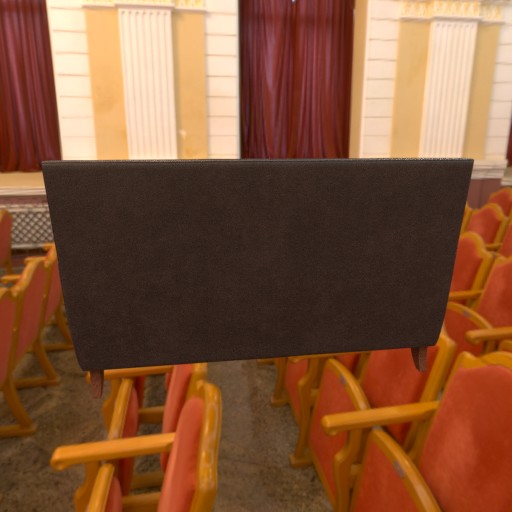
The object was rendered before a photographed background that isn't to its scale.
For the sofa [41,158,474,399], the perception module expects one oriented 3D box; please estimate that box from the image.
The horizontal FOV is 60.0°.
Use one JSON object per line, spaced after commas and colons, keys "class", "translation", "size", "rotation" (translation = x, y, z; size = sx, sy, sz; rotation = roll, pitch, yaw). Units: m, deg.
{"class": "sofa", "translation": [0.000, 0.000, 1.960], "size": [1.473, 0.871, 0.787], "rotation": [-2, 15, -8]}
